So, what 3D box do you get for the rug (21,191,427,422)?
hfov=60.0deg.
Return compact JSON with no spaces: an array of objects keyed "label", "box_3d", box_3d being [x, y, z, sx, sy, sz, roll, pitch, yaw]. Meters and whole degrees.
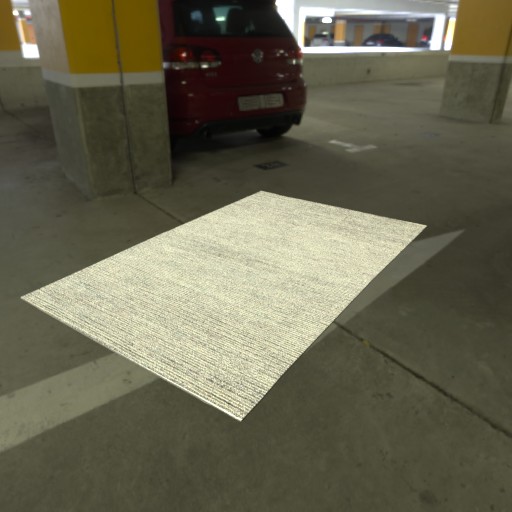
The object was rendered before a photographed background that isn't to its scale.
[{"label":"rug","box_3d":[0.000,0.000,2.203,1.159,0.021,1.789,17,31,31]}]
